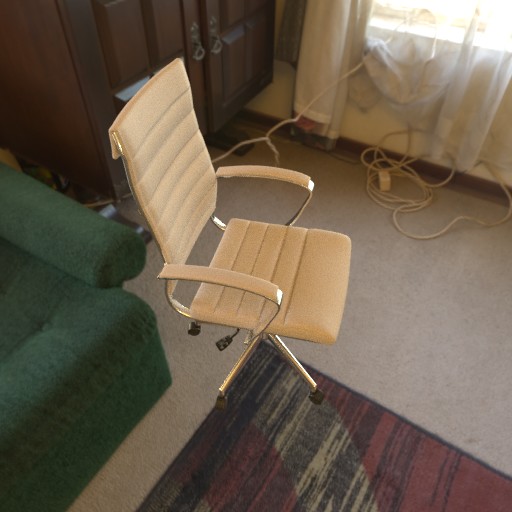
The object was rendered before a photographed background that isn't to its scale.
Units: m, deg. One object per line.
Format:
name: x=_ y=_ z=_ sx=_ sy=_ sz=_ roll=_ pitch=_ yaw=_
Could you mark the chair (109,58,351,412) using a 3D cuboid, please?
chair: x=0.000 y=0.000 z=1.565 sx=0.667 sy=1.149 sz=0.679 roll=11 pitch=47 yaw=10
